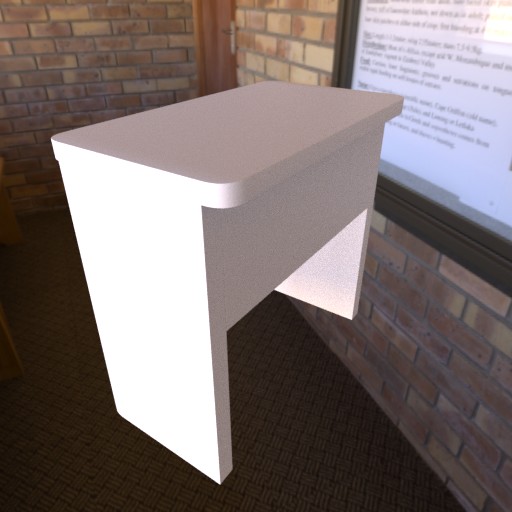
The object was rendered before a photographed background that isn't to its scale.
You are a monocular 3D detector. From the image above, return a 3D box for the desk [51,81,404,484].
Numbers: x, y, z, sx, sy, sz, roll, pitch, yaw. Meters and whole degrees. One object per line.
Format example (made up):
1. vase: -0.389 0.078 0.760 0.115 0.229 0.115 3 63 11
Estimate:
1. desk: 0.000 0.000 1.209 0.446 0.760 0.790 20 36 29
